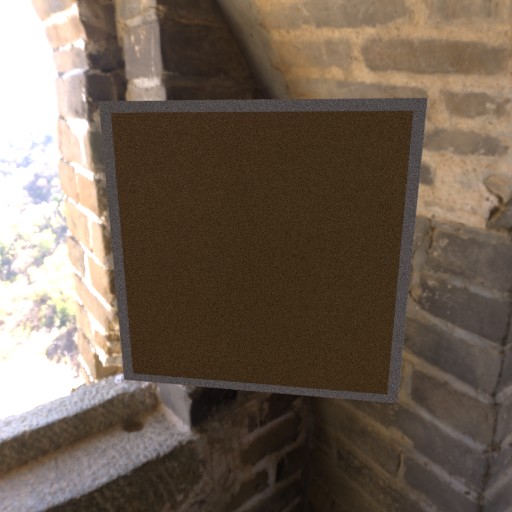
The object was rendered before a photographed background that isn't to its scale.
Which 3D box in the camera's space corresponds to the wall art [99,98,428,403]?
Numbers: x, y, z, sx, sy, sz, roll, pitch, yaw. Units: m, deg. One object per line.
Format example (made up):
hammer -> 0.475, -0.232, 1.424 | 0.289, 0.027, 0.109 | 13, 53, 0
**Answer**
wall art -> 0.000, 0.000, 0.764 | 0.508, 0.507, 0.035 | 2, 16, 8
